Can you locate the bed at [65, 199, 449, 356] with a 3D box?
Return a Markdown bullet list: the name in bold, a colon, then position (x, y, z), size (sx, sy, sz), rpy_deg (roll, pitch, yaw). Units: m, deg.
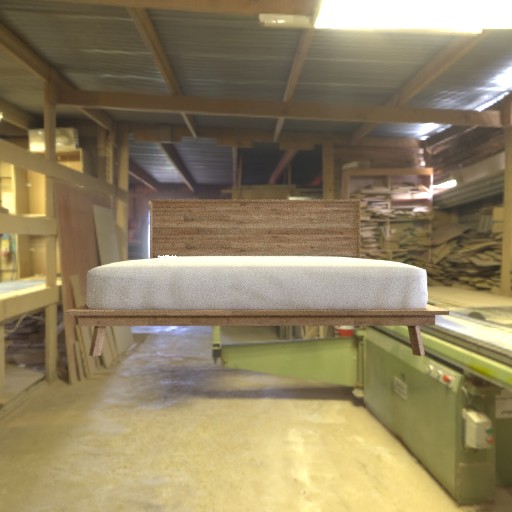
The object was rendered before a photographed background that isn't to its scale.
- **bed**: position (0.000, 0.000, 3.439), size (2.116, 1.100, 2.167), rpy_deg (0, 1, 0)
